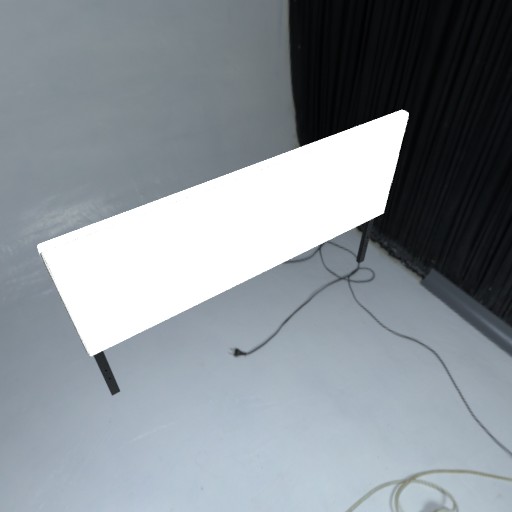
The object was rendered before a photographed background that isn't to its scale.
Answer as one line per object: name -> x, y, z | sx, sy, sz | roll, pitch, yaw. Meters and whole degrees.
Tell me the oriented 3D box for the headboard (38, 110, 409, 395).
headboard -> 0.000, 0.000, 2.938 | 2.362, 1.410, 0.120 | -25, 50, -23
